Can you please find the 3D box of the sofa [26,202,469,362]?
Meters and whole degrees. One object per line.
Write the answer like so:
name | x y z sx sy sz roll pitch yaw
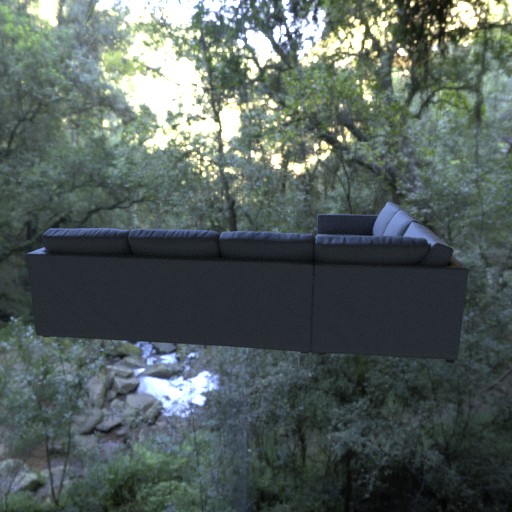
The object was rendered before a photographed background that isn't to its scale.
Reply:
sofa | 0.000 0.000 4.332 3.182 0.871 2.432 2 14 8
